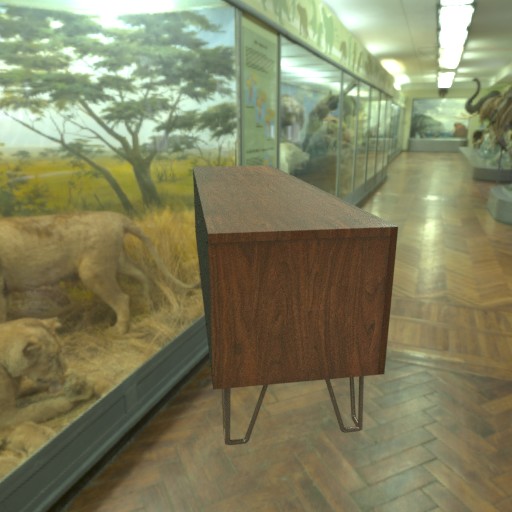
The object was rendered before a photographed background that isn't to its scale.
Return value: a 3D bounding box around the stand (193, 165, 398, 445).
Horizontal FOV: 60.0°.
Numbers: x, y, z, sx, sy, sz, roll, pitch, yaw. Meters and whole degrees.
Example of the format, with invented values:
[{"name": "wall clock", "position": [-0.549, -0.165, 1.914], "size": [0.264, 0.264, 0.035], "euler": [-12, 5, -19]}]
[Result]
[{"name": "stand", "position": [0.000, 0.000, 1.894], "size": [0.481, 0.610, 1.626], "euler": [-3, 17, -9]}]
